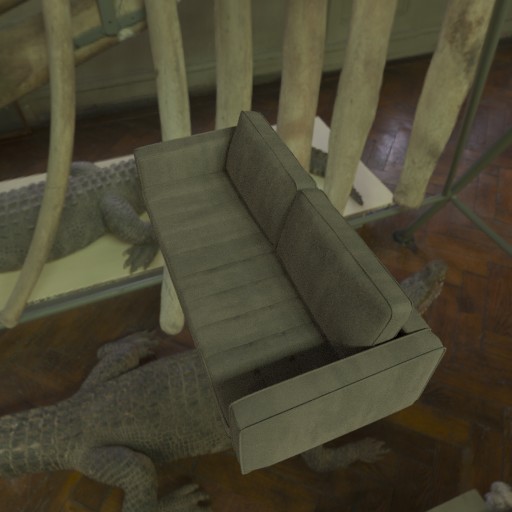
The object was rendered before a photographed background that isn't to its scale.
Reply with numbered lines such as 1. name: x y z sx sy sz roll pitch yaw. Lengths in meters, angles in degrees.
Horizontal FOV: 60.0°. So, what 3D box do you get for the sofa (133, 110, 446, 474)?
1. sofa: 0.000 0.000 2.408 0.924 0.825 1.920 -16 49 -15
